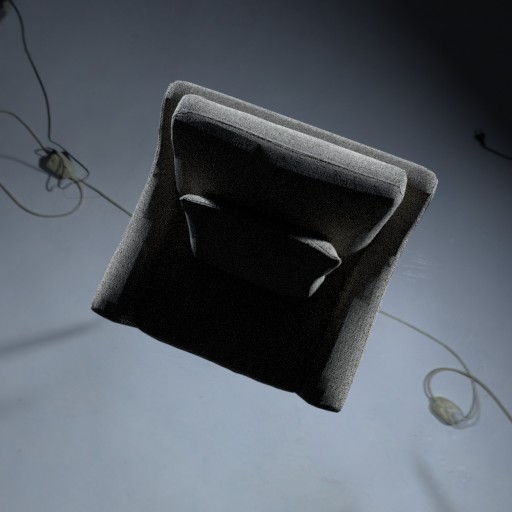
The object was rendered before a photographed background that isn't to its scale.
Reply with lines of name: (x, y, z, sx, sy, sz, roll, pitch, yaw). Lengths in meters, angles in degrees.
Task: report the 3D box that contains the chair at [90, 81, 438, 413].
chair: (0.000, 0.000, 1.965, 1.138, 1.037, 1.009, 21, 78, 5)
